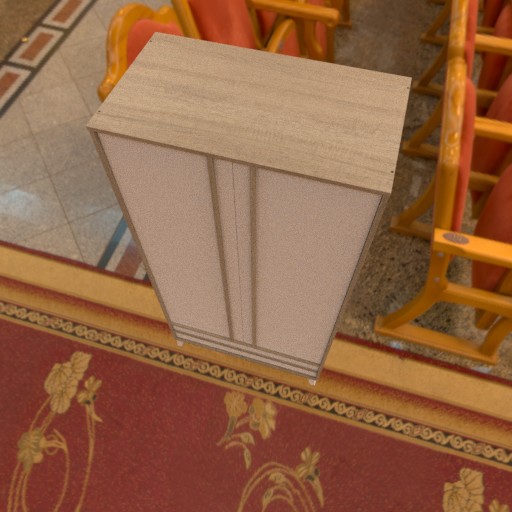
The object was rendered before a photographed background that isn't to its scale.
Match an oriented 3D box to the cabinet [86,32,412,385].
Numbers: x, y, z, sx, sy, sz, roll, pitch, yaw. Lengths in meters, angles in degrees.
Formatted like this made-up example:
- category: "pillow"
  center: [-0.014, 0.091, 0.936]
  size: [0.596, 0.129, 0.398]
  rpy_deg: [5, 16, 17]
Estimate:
- category: "cabinet"
  center: [0.000, 0.000, 2.378]
  size: [1.006, 1.999, 0.571]
  rpy_deg: [14, 59, 9]
